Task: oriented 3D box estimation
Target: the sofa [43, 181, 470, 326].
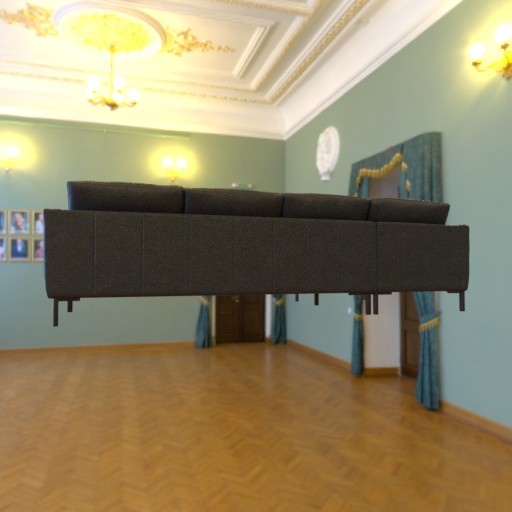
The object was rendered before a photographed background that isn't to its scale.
[{"bbox_3d":[0.000,0.000,3.609,2.993,0.859,1.471,1,-2,-19],"label":"sofa"}]
